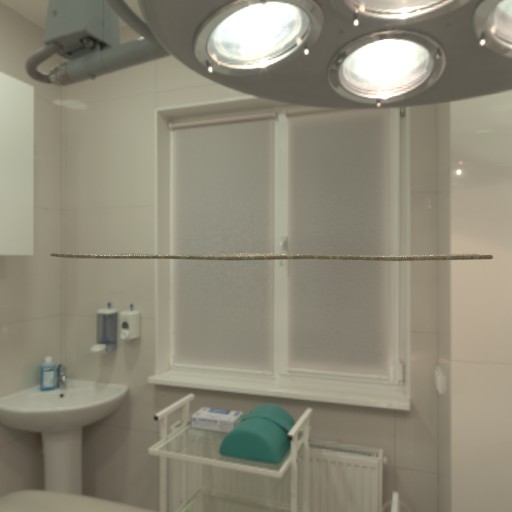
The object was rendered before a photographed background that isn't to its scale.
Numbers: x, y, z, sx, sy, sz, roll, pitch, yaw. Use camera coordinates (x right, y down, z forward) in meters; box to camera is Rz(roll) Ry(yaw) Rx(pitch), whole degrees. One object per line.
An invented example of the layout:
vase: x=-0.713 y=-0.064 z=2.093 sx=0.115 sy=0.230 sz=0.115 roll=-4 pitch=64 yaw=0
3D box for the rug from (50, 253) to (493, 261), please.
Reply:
rug: x=0.000 y=0.000 z=2.685 sx=2.452 sy=0.051 sz=0.752 roll=0 pitch=0 yaw=20
